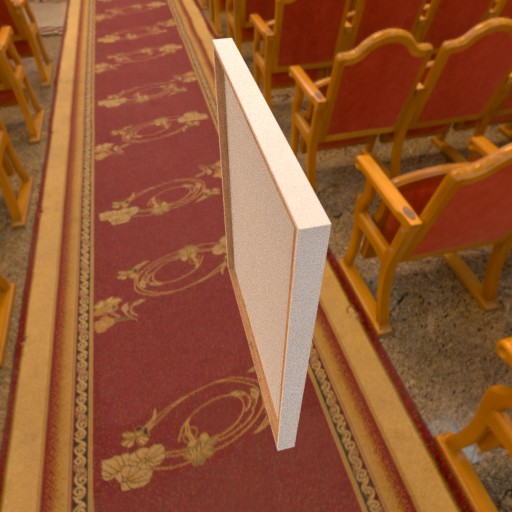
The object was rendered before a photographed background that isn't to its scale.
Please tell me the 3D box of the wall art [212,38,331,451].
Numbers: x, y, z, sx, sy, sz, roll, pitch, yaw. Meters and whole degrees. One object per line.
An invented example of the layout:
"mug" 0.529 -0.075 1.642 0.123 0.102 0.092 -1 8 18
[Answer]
"wall art" 0.000 0.000 0.840 0.037 0.606 0.508 -10 47 -10
